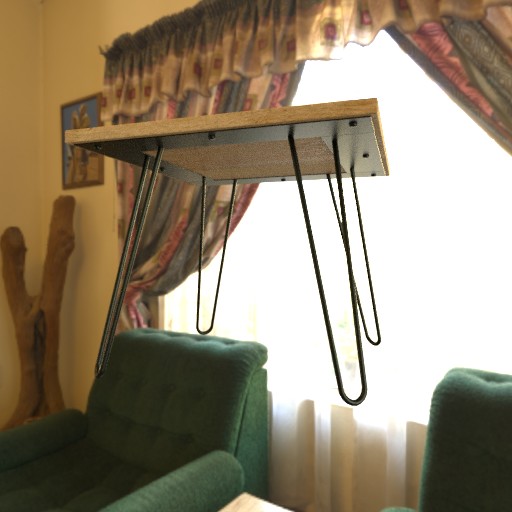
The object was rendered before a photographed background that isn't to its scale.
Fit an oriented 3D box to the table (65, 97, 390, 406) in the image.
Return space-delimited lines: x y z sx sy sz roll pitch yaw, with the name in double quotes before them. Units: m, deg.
"table" 0.000 0.000 1.067 0.599 0.500 0.599 0 0 19
